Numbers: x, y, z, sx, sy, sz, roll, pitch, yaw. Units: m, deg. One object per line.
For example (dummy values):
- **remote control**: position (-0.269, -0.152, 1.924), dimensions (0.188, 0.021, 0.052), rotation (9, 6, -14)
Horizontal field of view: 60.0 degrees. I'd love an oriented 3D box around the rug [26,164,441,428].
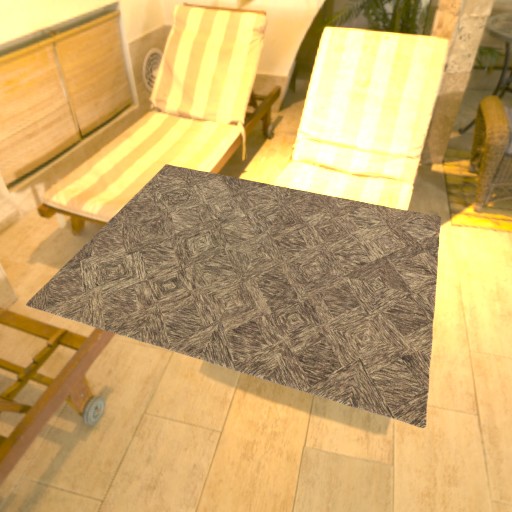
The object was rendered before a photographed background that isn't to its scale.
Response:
- **rug**: position (0.000, 0.000, 4.127), dimensions (3.204, 0.017, 2.448), rotation (13, 43, 15)
